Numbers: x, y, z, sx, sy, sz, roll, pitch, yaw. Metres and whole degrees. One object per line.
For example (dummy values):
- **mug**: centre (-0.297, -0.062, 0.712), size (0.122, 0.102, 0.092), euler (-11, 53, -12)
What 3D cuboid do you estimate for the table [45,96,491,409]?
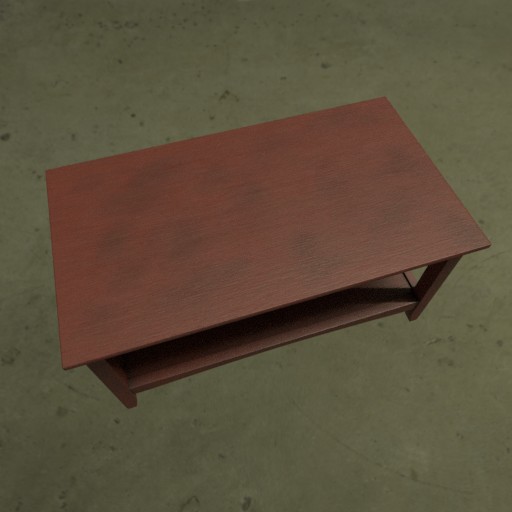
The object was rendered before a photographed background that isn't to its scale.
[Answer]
- **table**: centre (0.000, 0.000, 1.245), size (0.943, 0.456, 0.533), euler (-15, 59, -9)
